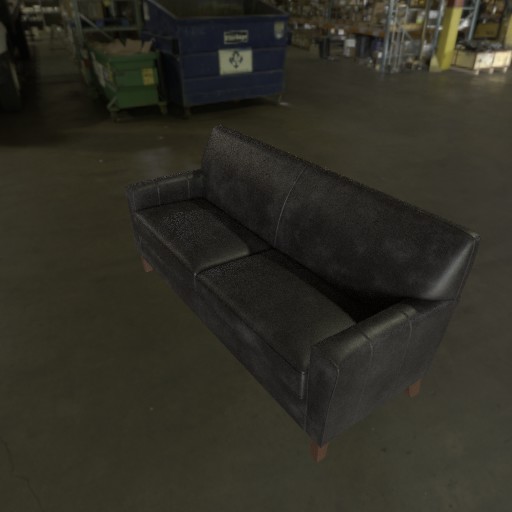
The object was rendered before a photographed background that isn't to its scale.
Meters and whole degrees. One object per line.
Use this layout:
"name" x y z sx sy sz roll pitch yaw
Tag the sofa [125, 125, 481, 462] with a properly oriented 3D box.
"sofa" 0.000 0.000 2.533 0.805 0.947 2.053 -20 37 -29
